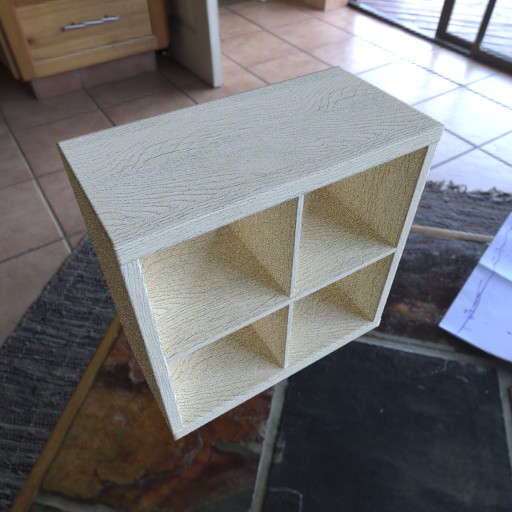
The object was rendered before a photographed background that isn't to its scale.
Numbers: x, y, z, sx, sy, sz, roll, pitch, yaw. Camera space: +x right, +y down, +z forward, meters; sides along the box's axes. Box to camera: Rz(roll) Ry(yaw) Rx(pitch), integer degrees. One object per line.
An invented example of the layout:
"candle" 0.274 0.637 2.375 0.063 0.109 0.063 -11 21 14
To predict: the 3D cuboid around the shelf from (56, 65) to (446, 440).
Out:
"shelf" 0.000 0.000 1.278 0.790 0.786 0.390 -23 50 -21
